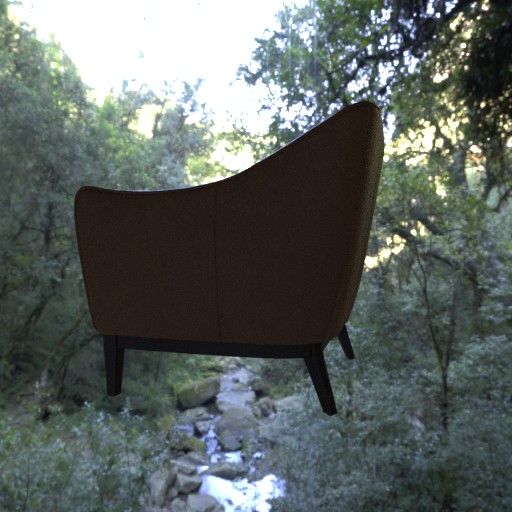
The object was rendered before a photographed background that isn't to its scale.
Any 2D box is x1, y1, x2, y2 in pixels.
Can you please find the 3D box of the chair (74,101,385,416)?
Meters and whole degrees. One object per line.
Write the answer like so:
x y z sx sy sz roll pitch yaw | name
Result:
0.000 0.000 1.545 0.852 0.830 0.871 1 2 17 | chair
